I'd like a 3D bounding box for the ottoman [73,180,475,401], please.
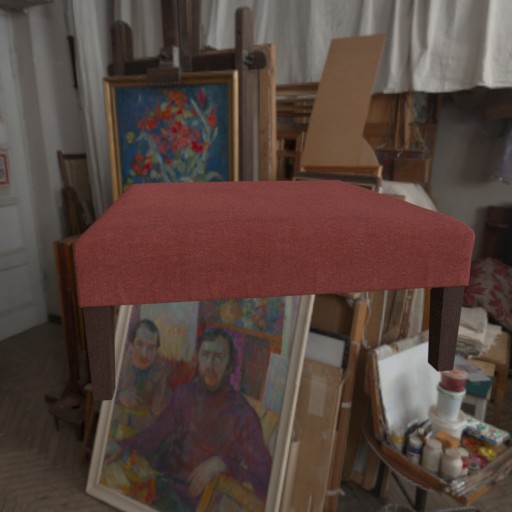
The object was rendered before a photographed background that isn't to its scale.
[{"bbox_3d":[0.000,0.000,1.411,0.890,0.411,0.889,-2,16,-9],"label":"ottoman"}]
